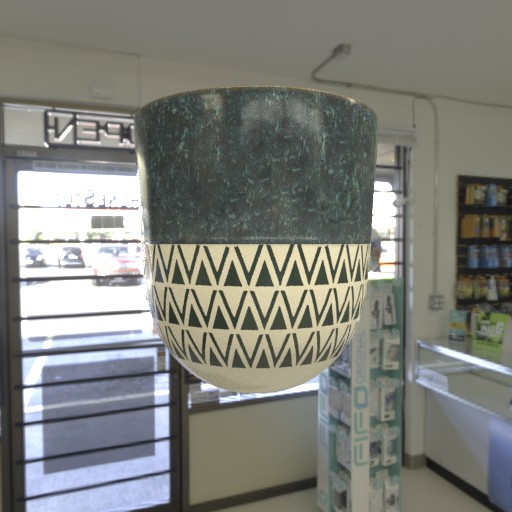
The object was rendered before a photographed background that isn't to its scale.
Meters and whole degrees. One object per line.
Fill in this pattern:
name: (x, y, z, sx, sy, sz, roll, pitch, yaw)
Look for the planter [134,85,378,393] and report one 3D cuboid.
planter: (0.000, 0.000, 0.369, 0.195, 0.214, 0.195, 0, 2, 0)
